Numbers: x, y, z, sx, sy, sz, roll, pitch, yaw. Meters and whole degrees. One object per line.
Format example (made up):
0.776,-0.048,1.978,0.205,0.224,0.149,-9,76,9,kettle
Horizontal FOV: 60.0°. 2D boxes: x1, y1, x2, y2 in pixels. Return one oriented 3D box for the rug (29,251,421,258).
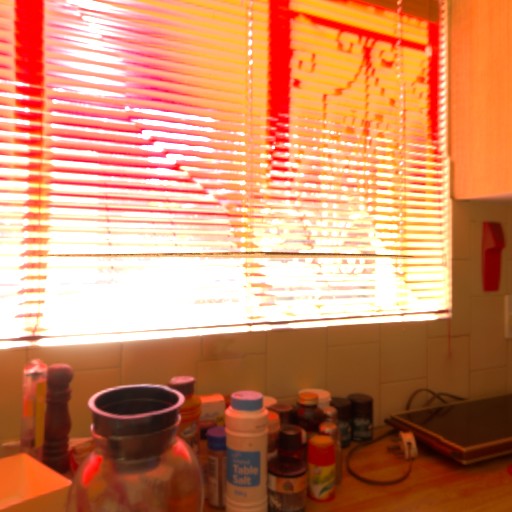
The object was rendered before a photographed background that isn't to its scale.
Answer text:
0.000,0.000,3.130,1.619,0.023,2.465,0,-1,36,rug
